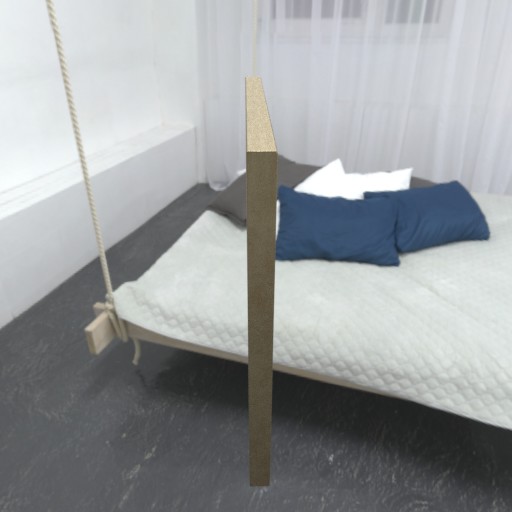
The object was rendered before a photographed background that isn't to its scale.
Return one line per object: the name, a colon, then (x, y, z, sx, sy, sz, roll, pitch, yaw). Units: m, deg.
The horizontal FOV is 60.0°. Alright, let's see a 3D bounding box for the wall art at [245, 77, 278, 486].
wall art: (0.000, 0.000, 0.756, 0.030, 0.506, 0.503, -1, 29, -1)
